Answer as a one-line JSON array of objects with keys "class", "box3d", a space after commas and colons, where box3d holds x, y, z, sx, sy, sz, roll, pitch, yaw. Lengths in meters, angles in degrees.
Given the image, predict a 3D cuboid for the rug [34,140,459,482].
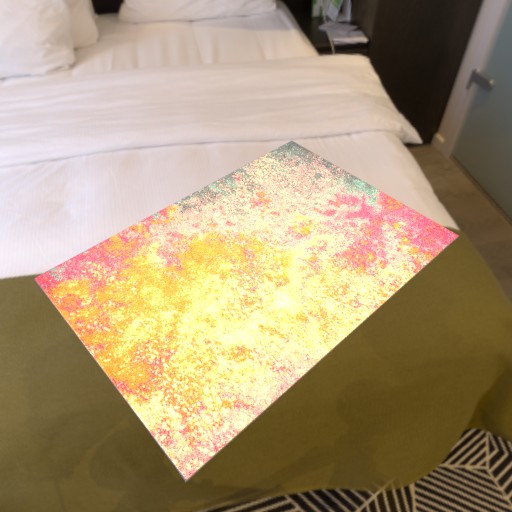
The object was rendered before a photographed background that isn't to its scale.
[{"class": "rug", "box3d": [0.000, 0.000, 3.632, 2.896, 0.013, 2.007, -34, 55, -27]}]
